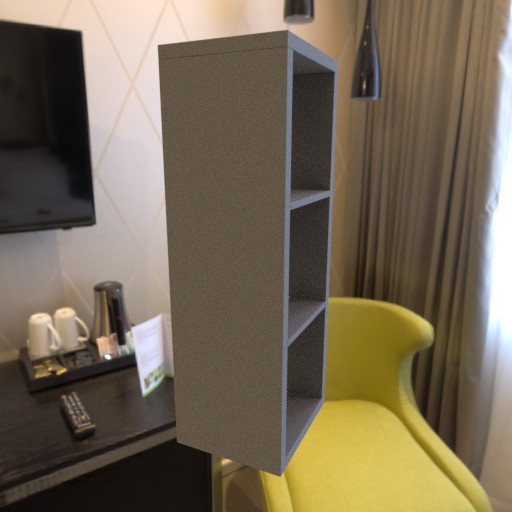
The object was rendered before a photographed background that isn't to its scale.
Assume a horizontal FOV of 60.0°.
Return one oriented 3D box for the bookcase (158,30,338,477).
[{"bbox_3d":[0.000,0.000,1.279,0.330,1.080,0.390,7,15,25],"label":"bookcase"}]
